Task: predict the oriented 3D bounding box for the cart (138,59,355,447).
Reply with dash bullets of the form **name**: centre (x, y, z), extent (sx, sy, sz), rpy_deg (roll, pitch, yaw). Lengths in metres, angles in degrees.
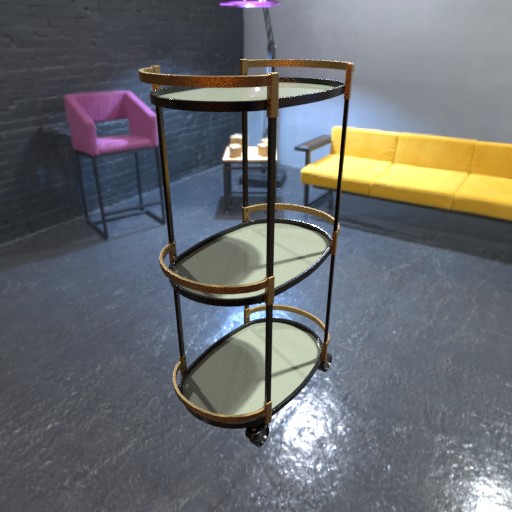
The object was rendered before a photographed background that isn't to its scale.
- **cart**: centre (0.000, 0.000, 1.115), extent (0.311, 0.885, 0.515), rpy_deg (18, 32, 32)
